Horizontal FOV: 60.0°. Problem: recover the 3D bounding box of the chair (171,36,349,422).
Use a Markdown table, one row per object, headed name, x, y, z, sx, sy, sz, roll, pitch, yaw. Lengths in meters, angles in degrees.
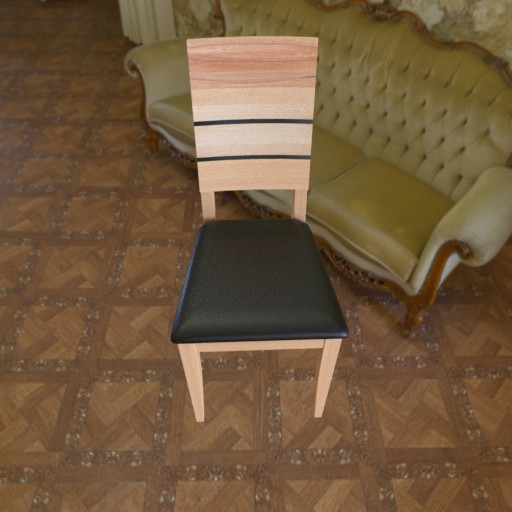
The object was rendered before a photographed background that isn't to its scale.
| name | x | y | z | sx | sy | sz | roll | pitch | yaw |
| --- | --- | --- | --- | --- | --- | --- | --- | --- | --- |
| chair | 0.000 | 0.000 | 1.183 | 0.410 | 0.940 | 0.520 | -2 | 47 | -1 |
